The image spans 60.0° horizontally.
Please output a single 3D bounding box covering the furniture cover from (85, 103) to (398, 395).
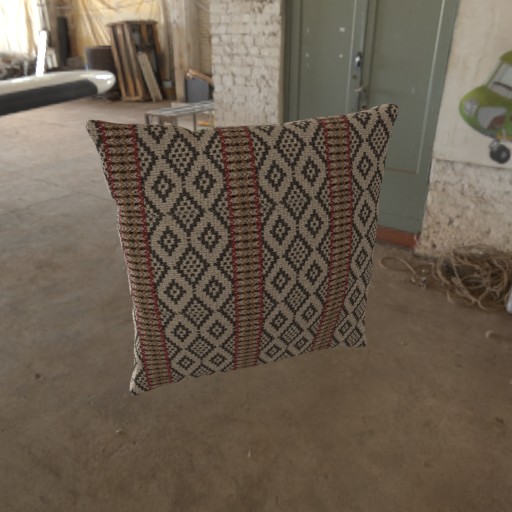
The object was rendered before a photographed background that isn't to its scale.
[{"bbox_3d":[0.000,0.000,0.799,0.503,0.506,0.182,-8,27,-16],"label":"furniture cover"}]
